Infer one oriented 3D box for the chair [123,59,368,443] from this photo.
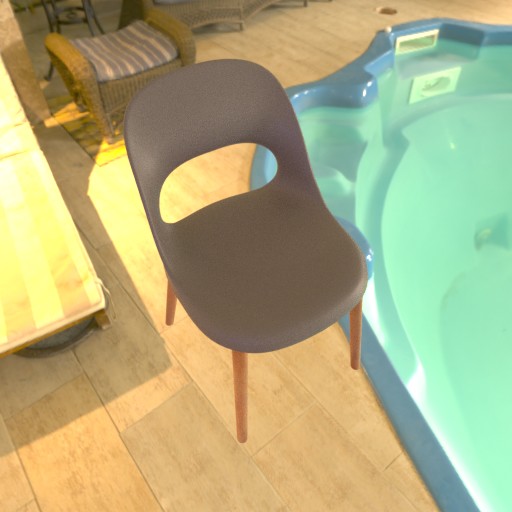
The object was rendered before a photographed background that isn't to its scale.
[{"bbox_3d":[0.000,0.000,1.155,0.470,0.795,0.556,-25,52,-21],"label":"chair"}]
